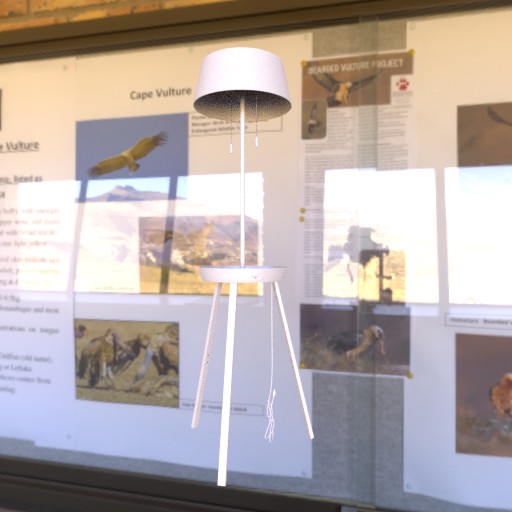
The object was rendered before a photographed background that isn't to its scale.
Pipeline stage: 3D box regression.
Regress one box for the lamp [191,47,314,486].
[{"bbox_3d":[0.000,0.000,1.667,0.468,1.429,0.508,0,1,-18],"label":"lamp"}]
